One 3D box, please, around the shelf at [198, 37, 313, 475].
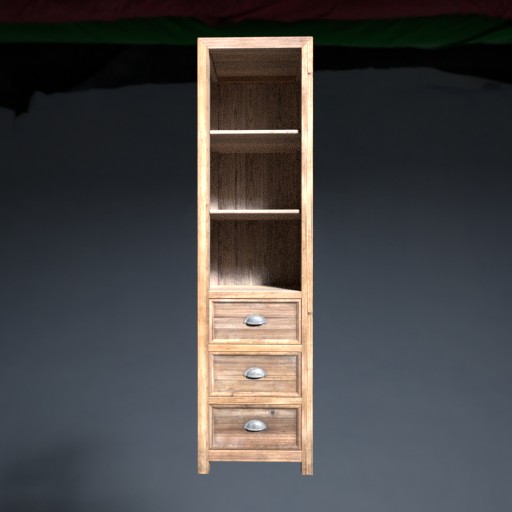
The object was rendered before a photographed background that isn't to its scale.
[{"bbox_3d":[0.000,0.000,2.133,0.500,1.900,0.428,0,0,1],"label":"shelf"}]
